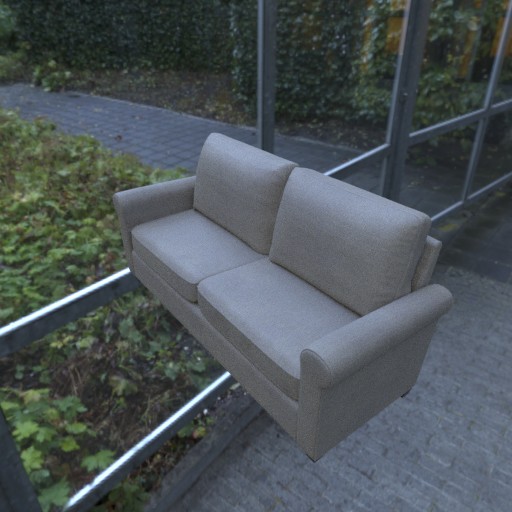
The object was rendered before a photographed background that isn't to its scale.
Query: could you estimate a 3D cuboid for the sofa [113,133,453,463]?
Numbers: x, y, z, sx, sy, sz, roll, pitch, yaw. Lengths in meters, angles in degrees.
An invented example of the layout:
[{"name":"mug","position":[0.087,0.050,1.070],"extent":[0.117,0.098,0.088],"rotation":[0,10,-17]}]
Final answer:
[{"name":"sofa","position":[0.000,0.000,2.446],"extent":[0.842,0.942,1.935],"rotation":[-21,37,-32]}]
